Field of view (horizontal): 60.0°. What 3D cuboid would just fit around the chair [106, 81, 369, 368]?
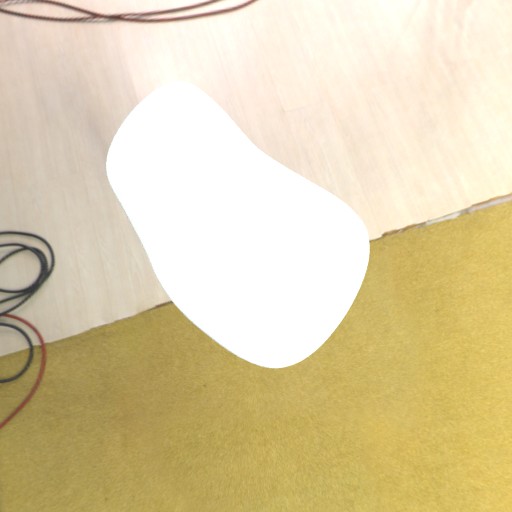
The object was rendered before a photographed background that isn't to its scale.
[{"bbox_3d":[0.000,0.000,1.139,0.533,0.826,0.470,33,77,8],"label":"chair"}]
